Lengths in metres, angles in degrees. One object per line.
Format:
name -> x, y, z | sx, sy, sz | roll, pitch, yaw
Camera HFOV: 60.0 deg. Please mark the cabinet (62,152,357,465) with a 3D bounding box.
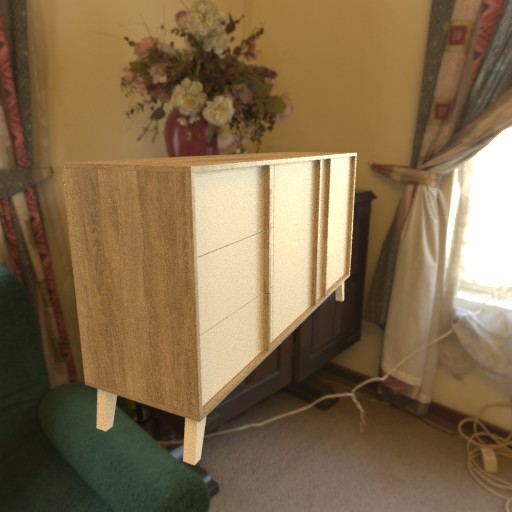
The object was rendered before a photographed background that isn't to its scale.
cabinet -> 0.000, 0.000, 1.980 | 0.450, 0.870, 1.600 | 7, 16, 26
